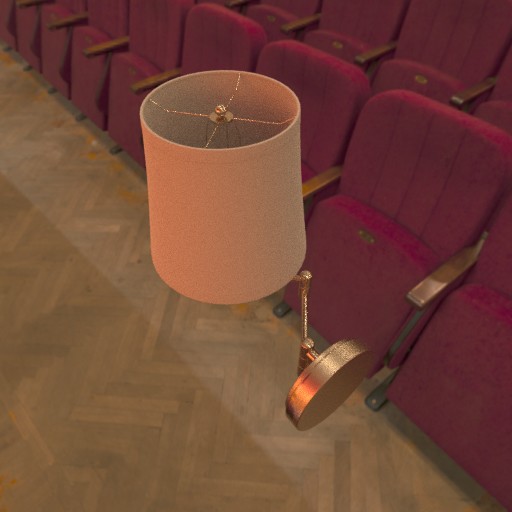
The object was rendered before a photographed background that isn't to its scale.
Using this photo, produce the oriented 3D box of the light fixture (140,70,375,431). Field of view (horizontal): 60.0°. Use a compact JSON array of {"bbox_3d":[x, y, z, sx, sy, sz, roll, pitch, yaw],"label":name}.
[{"bbox_3d":[0.000,0.000,0.594,0.223,0.381,0.348,-30,54,-25],"label":"light fixture"}]
